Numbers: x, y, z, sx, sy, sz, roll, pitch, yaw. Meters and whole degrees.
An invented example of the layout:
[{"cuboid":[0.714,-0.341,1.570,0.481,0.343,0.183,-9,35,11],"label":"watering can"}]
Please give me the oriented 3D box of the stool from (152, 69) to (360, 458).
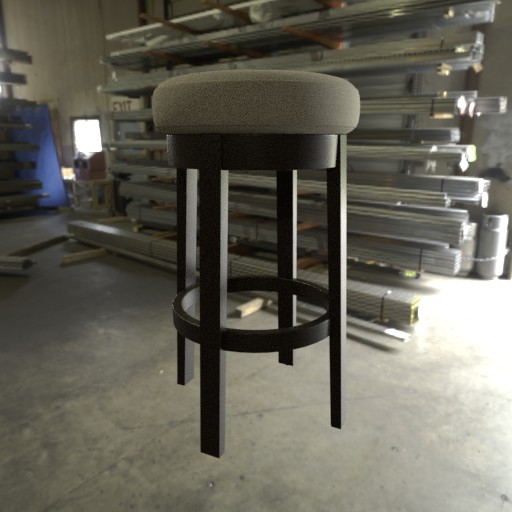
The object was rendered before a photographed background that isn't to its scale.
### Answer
[{"cuboid":[0.000,0.000,1.016,0.446,0.758,0.446,0,15,0],"label":"stool"}]
